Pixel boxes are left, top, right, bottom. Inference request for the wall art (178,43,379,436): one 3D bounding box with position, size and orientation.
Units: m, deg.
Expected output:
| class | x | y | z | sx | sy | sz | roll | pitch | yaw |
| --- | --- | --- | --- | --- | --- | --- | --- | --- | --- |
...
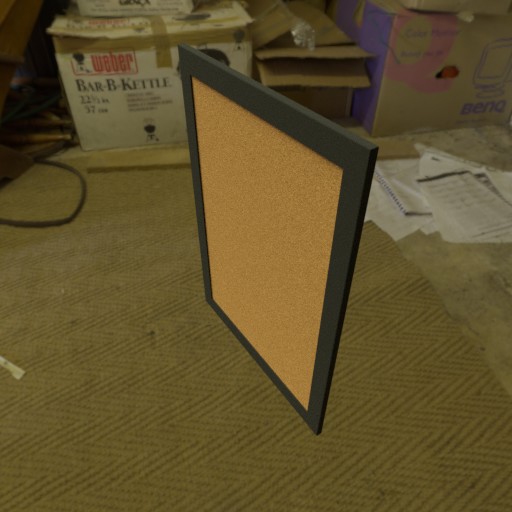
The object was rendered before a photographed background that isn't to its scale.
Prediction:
| class | x | y | z | sx | sy | sz | roll | pitch | yaw |
| --- | --- | --- | --- | --- | --- | --- | --- | --- | --- |
| wall art | 0.000 | 0.000 | 0.685 | 0.012 | 0.529 | 0.374 | -25 | 47 | -25 |
